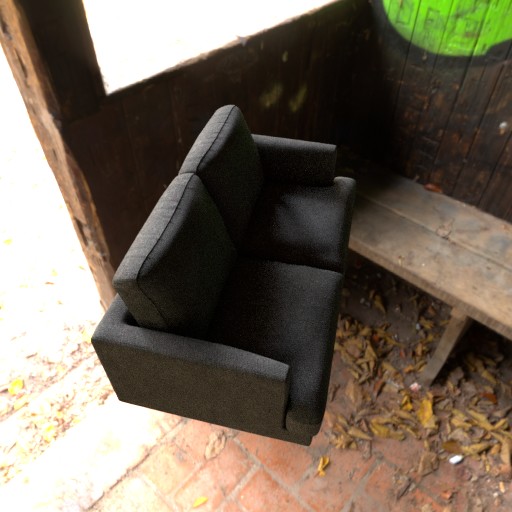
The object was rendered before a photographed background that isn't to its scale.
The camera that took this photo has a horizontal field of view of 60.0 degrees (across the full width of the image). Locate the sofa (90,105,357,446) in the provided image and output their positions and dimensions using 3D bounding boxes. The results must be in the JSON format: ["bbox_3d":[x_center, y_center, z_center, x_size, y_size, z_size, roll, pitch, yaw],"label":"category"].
[{"bbox_3d":[0.000,0.000,2.239,0.903,0.956,1.582,10,47,9],"label":"sofa"}]
